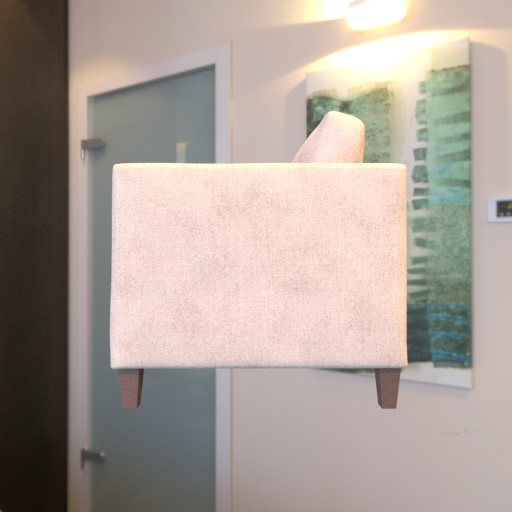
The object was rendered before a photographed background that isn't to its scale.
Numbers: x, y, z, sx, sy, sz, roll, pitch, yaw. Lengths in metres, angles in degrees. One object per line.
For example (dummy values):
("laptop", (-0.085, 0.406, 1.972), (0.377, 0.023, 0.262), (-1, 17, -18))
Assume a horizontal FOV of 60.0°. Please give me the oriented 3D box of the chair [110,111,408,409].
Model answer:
("chair", (0.000, 0.000, 1.908), (0.959, 0.961, 1.133), (0, 0, 0))
